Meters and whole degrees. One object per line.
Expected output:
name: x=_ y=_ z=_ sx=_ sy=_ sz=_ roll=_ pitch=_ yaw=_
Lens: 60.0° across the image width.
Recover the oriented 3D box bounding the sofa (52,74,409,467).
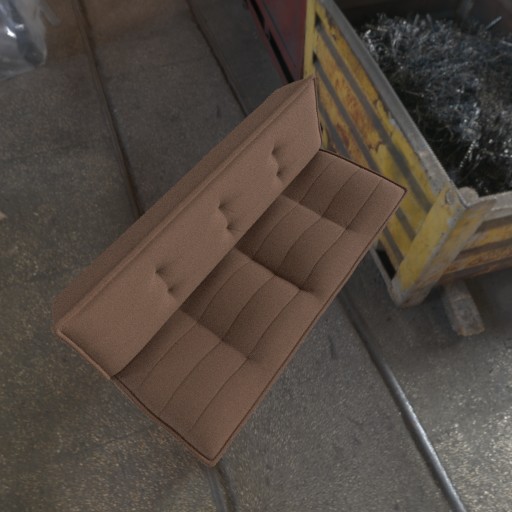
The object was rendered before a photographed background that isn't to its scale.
sofa: x=0.000 y=0.000 z=2.437 sx=0.950 sy=0.890 sz=1.940 roll=32 pitch=65 yaw=17
